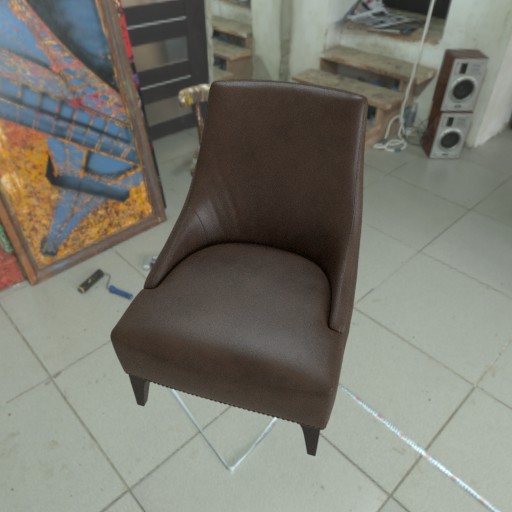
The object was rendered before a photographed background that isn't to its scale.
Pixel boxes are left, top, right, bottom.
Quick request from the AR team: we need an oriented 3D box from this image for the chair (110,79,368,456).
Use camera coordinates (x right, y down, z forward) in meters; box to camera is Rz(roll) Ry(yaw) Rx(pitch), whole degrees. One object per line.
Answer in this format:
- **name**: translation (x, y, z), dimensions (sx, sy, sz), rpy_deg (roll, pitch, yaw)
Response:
- **chair**: translation (0.000, 0.000, 1.510), dimensions (0.701, 0.909, 0.861), rpy_deg (11, 41, 13)
